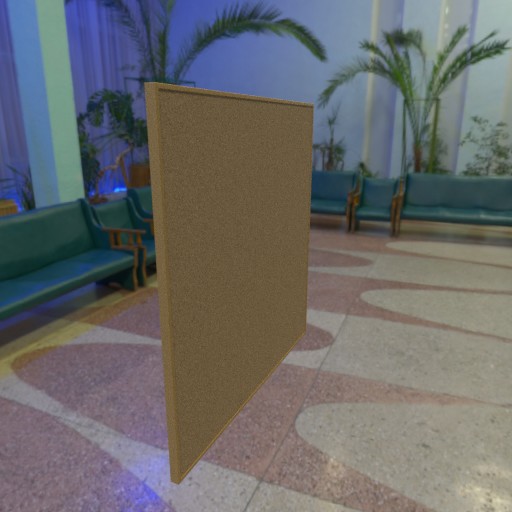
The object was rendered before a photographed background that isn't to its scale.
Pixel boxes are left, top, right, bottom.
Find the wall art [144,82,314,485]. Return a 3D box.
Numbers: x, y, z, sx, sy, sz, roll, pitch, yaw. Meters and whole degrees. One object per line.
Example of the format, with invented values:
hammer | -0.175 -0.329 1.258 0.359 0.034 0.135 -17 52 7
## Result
wall art | 0.000 0.000 0.672 0.013 0.455 0.457 8 18 25
